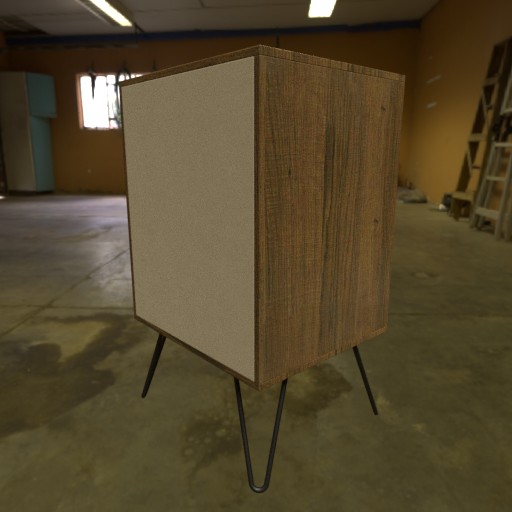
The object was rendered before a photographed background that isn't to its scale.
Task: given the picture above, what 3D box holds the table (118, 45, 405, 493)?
[{"bbox_3d":[0.000,0.000,1.152,0.457,0.866,0.526,-12,18,-40],"label":"table"}]
